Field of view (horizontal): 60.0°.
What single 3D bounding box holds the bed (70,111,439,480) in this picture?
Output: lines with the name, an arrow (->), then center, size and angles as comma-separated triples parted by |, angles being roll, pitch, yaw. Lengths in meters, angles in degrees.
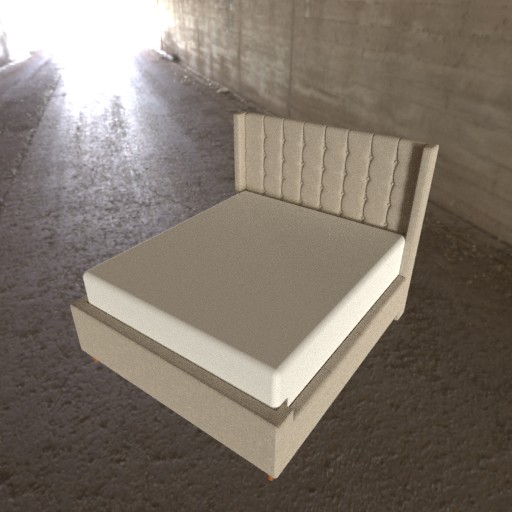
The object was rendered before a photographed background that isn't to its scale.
bed -> 0.000, 0.000, 3.782 | 2.045, 1.743, 2.370 | 20, 36, 30
